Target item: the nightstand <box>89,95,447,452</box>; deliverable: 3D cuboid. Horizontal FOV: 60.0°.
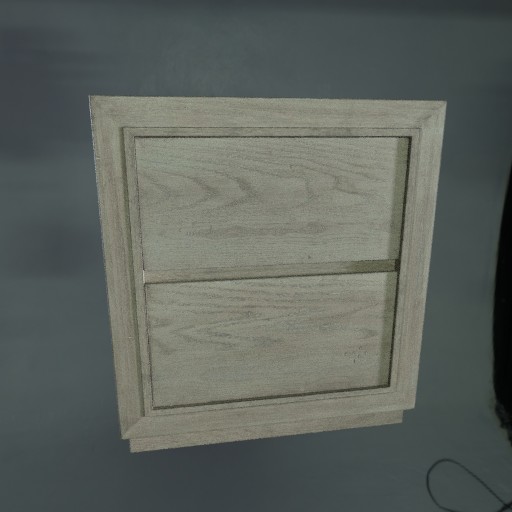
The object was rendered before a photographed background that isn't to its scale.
[{"bbox_3d":[0.000,0.000,1.055,0.612,0.673,0.483,-2,15,-9],"label":"nightstand"}]
